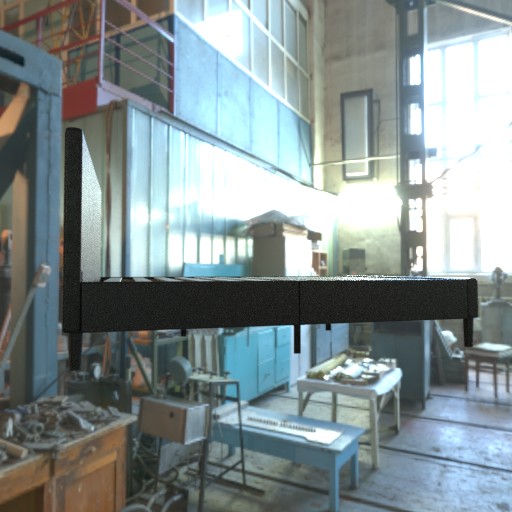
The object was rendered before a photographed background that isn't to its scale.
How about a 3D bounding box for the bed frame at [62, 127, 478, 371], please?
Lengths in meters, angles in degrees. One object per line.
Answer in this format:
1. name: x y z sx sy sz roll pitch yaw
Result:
1. bed frame: 0.000 0.000 3.133 2.318 1.127 1.634 1 -2 -16
